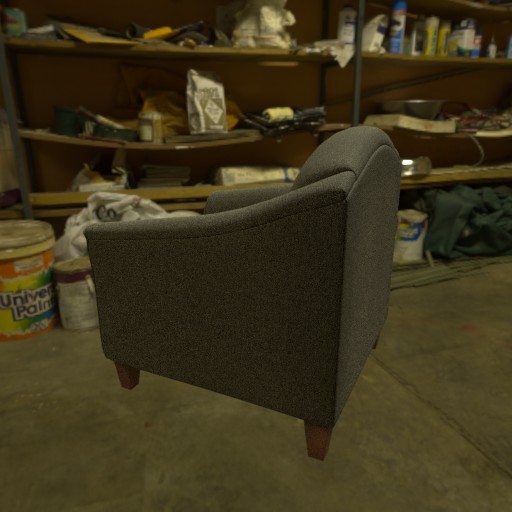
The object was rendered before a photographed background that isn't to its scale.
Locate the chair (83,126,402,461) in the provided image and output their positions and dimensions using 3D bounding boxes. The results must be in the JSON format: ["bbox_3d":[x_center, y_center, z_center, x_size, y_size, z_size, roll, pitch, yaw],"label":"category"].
[{"bbox_3d":[0.000,0.000,1.482,0.787,0.839,0.763,8,19,25],"label":"chair"}]
